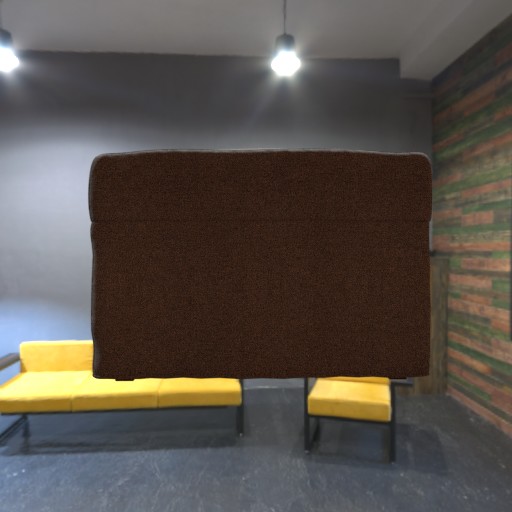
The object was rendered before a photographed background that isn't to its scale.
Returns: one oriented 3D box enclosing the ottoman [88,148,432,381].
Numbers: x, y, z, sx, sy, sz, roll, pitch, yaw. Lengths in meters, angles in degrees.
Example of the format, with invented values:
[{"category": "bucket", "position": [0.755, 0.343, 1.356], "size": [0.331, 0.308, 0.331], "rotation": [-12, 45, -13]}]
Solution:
[{"category": "ottoman", "position": [0.000, 0.000, 1.224], "size": [0.652, 0.492, 0.833], "rotation": [0, 1, -1]}]
